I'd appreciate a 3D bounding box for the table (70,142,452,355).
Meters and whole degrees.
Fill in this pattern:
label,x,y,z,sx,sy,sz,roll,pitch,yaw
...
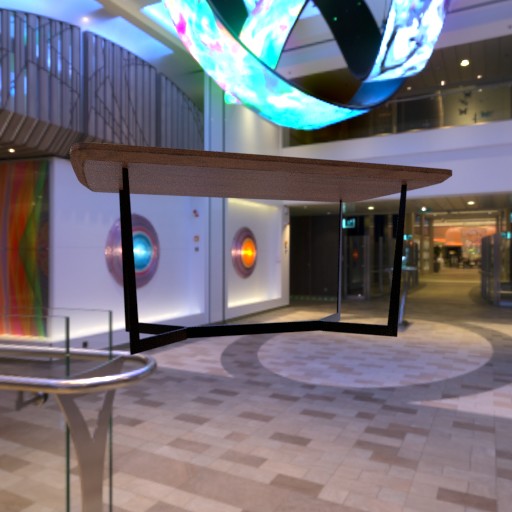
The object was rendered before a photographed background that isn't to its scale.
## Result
label,x,y,z,sx,sy,sz,roll,pitch,yaw
table,0.000,0.000,2.161,1.643,0.765,0.949,0,0,-18
